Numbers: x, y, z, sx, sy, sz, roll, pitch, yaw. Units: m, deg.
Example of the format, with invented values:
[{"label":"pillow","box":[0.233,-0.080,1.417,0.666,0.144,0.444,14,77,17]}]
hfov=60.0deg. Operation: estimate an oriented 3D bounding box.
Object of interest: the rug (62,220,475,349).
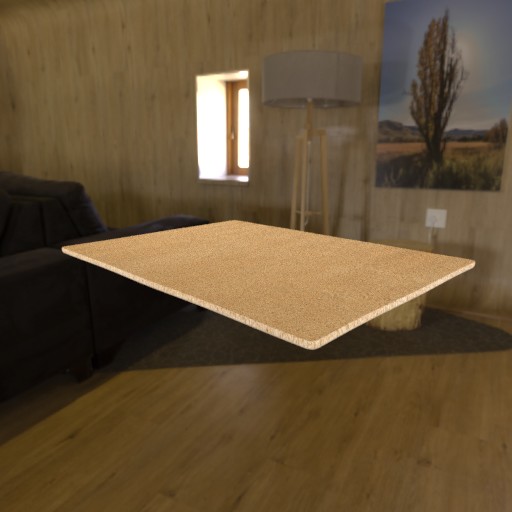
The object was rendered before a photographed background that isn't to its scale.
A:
[{"label":"rug","box":[0.000,0.000,2.113,1.600,0.025,1.199,13,19,43]}]
